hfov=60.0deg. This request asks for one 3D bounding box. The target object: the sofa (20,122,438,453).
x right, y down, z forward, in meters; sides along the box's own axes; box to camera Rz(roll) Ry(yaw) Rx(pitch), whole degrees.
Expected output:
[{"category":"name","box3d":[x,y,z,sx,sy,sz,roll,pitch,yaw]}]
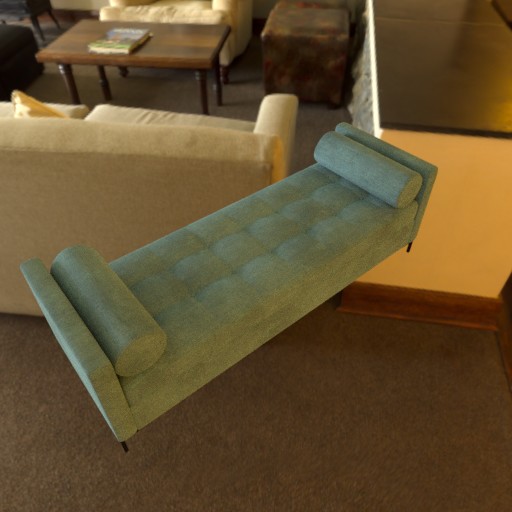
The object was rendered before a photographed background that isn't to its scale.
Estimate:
[{"category":"sofa","box3d":[0.000,0.000,2.295,1.981,0.635,0.686,-30,51,-27]}]
